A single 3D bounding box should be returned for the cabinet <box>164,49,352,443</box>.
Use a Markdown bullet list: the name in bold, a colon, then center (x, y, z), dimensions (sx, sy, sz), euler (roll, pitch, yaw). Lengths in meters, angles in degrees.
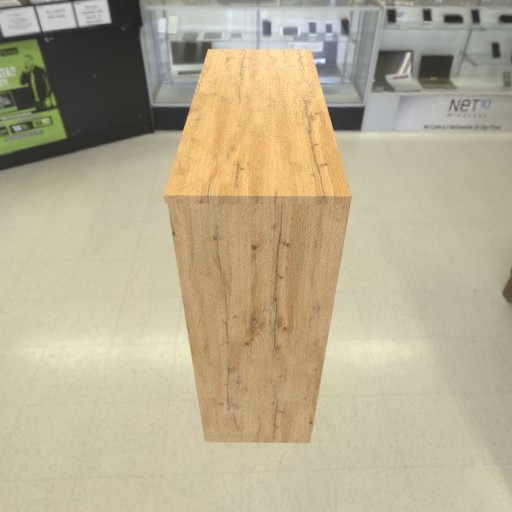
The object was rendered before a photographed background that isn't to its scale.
- **cabinet**: center (0.000, 0.000, 1.967), dimensions (0.473, 1.397, 1.168), euler (0, 41, 0)
